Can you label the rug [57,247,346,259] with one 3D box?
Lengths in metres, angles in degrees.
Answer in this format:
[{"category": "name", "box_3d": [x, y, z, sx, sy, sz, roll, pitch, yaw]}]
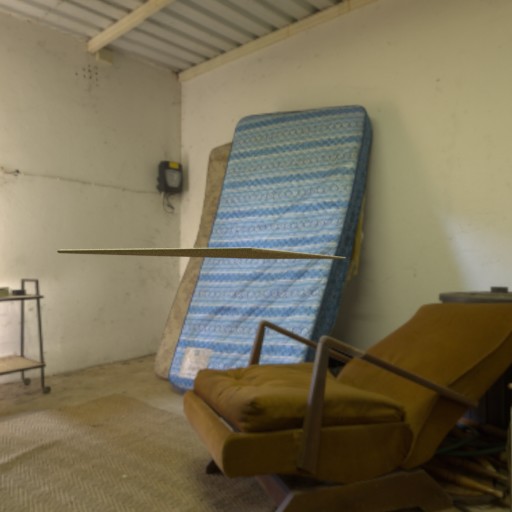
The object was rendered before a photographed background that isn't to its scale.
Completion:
[{"category": "rug", "box_3d": [0.000, 0.000, 2.706, 0.793, 0.014, 2.450, 0, -1, 18]}]
